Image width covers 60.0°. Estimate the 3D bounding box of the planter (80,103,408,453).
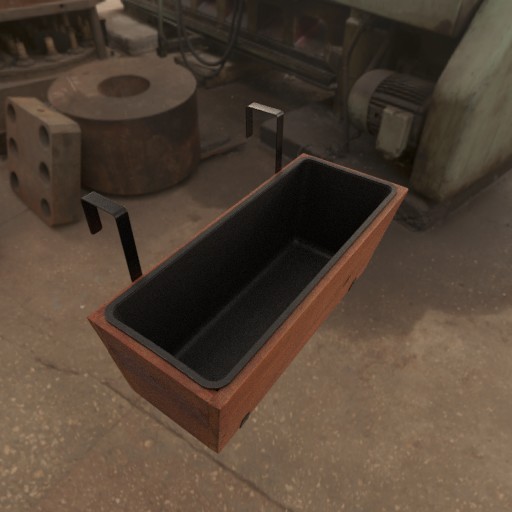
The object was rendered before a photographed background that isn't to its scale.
[{"bbox_3d":[0.000,0.000,0.655,0.262,0.289,0.480,26,48,26],"label":"planter"}]
